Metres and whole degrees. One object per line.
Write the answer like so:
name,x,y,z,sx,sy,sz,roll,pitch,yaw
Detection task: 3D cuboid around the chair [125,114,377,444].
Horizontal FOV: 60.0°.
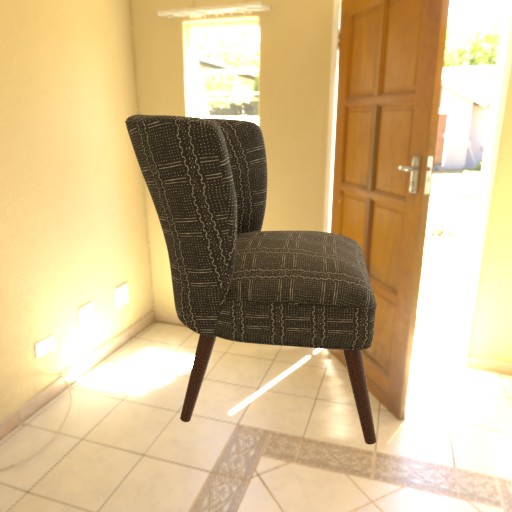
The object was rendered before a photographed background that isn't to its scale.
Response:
chair,0.000,0.000,1.429,0.758,0.866,0.710,2,17,8
